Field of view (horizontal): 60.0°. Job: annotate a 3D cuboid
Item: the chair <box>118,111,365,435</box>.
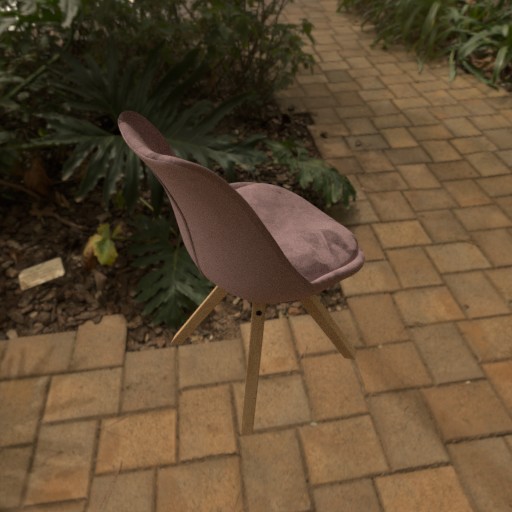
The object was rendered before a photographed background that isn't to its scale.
[{"bbox_3d":[0.000,0.000,1.196,0.550,0.850,0.485,-27,48,-27],"label":"chair"}]
